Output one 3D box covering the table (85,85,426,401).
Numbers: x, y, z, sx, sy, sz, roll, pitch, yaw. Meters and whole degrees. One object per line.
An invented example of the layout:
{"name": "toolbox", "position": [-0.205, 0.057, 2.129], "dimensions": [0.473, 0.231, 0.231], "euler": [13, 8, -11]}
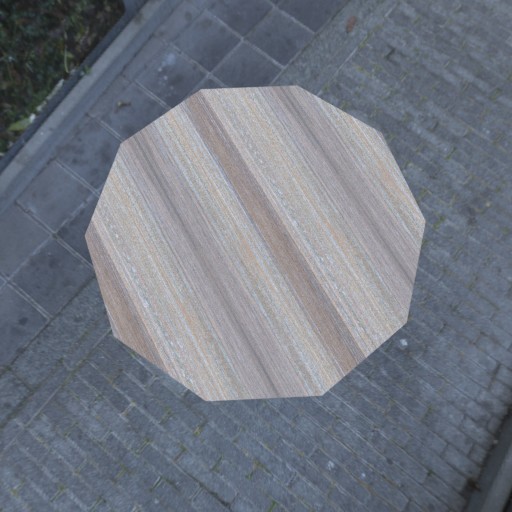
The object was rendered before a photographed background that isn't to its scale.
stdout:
{"name": "table", "position": [0.000, 0.000, 1.904], "dimensions": [1.186, 0.752, 1.186], "euler": [0, 75, 0]}
